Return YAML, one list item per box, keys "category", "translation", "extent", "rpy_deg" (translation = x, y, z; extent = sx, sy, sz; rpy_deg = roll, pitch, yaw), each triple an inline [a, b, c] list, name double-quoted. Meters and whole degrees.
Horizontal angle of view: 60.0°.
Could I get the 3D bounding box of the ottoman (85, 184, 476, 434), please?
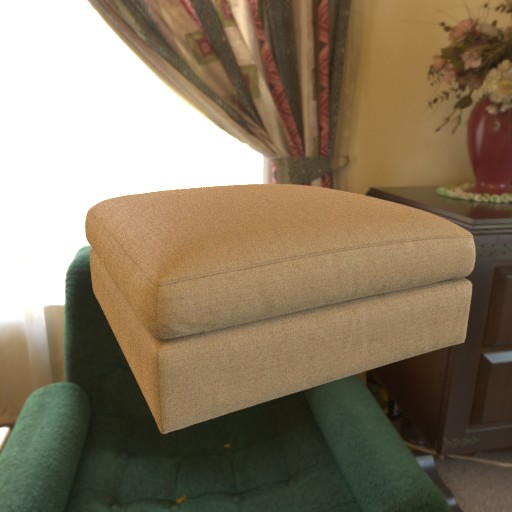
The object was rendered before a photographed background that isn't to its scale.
- category: "ottoman"
  translation: [0.000, 0.000, 1.599]
  extent: [1.041, 0.470, 1.041]
  rpy_deg: [-8, 17, -26]
